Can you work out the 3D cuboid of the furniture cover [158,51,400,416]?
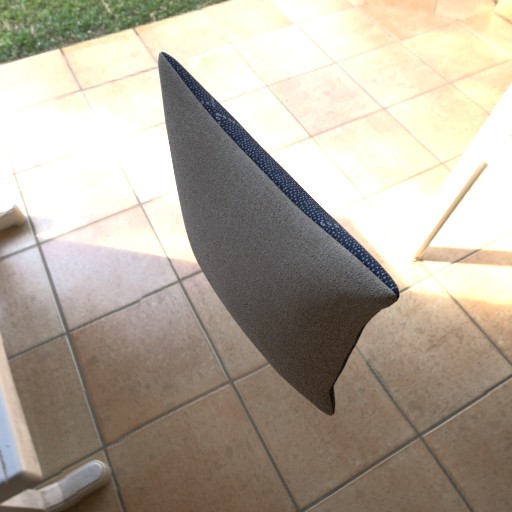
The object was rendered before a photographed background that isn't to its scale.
[{"bbox_3d":[0.000,0.000,0.762,0.162,0.503,0.511,-30,62,-18],"label":"furniture cover"}]
